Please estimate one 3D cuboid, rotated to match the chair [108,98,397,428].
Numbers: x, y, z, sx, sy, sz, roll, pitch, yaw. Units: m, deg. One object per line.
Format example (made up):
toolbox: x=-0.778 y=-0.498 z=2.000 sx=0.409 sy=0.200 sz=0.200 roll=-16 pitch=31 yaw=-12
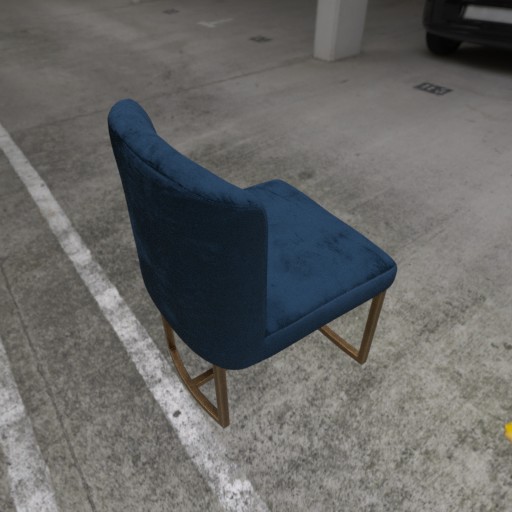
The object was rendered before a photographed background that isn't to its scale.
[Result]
chair: x=0.000 y=0.000 z=1.182 sx=0.560 sy=0.824 sz=0.530 roll=-26 pitch=48 yaw=-26
